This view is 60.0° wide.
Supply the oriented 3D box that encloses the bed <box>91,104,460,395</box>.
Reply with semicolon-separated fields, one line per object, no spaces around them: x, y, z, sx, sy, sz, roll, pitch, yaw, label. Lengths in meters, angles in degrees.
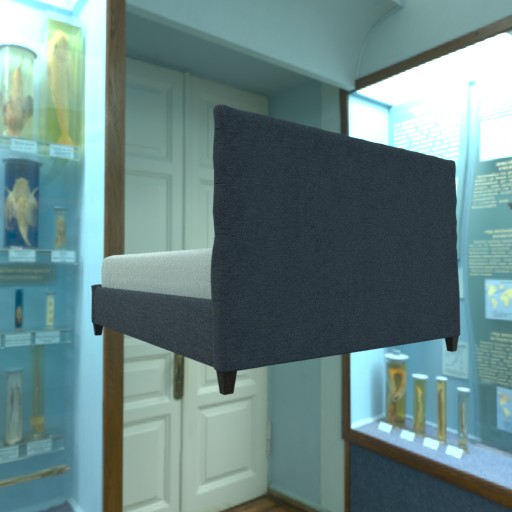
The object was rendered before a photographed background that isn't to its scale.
0.000;0.000;3.686;2.078;1.427;2.387;1;-2;-35;bed
